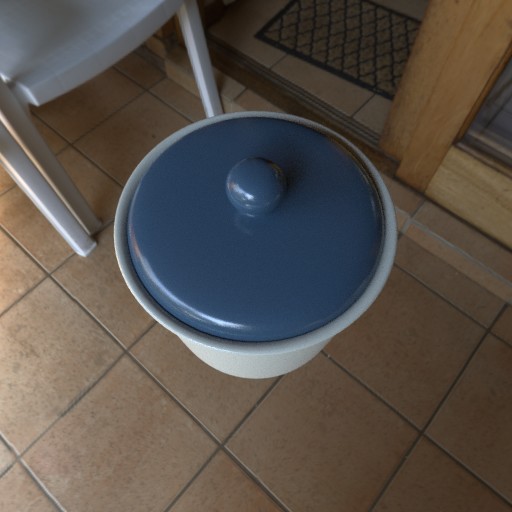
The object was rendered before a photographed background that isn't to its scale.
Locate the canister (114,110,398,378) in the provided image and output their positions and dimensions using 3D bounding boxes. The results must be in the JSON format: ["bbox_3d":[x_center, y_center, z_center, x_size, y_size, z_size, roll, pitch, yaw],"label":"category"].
[{"bbox_3d":[0.000,0.000,0.338,0.182,0.208,0.182,0,63,0],"label":"canister"}]
